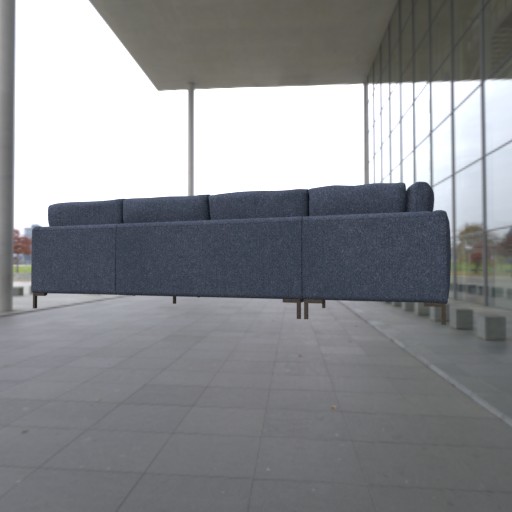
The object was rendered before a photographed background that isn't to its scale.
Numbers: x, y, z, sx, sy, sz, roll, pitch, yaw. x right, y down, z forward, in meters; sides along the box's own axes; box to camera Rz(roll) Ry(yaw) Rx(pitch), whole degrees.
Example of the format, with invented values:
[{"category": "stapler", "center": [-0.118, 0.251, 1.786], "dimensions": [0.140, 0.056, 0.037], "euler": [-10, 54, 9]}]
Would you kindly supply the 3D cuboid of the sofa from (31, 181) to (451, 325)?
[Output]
[{"category": "sofa", "center": [0.000, 0.000, 3.788], "dimensions": [2.956, 0.813, 2.007], "euler": [-1, -2, 20]}]
